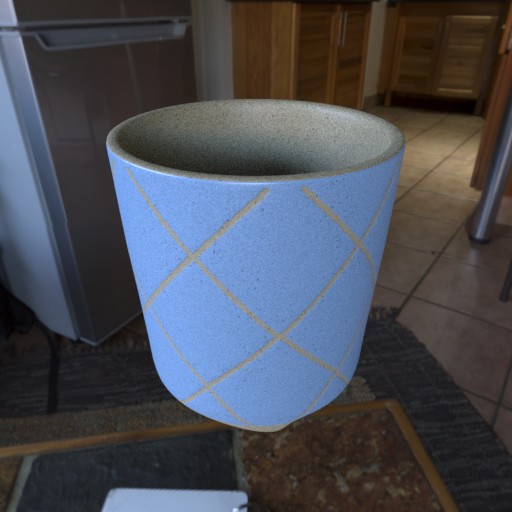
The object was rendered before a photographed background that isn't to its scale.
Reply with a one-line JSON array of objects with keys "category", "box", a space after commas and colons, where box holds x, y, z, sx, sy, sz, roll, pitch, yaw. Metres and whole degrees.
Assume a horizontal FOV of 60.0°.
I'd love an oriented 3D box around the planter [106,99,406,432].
[{"category": "planter", "box": [0.000, 0.000, 0.409, 0.227, 0.235, 0.227, 0, 31, 0]}]
